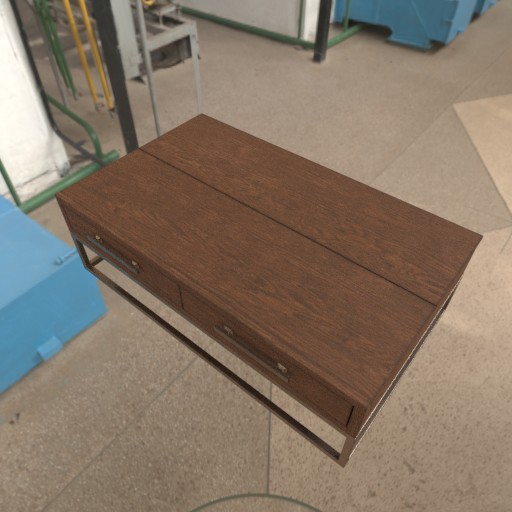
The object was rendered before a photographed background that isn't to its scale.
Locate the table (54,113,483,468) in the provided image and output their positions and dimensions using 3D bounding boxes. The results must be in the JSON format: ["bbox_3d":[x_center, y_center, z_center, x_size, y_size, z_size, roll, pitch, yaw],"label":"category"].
[{"bbox_3d":[0.000,0.000,1.515,1.167,0.361,0.719,30,53,26],"label":"table"}]
